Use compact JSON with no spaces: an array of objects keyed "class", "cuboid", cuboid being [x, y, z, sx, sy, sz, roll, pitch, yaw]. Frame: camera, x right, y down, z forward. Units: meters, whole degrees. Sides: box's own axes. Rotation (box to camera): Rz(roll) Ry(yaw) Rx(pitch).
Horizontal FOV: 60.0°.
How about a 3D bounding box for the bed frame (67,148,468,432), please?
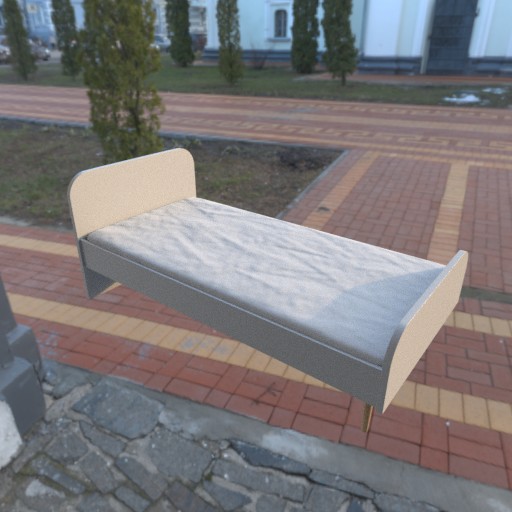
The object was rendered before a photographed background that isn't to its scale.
[{"class":"bed frame","cuboid":[0.000,0.000,2.478,1.963,0.805,0.998,19,32,33]}]
